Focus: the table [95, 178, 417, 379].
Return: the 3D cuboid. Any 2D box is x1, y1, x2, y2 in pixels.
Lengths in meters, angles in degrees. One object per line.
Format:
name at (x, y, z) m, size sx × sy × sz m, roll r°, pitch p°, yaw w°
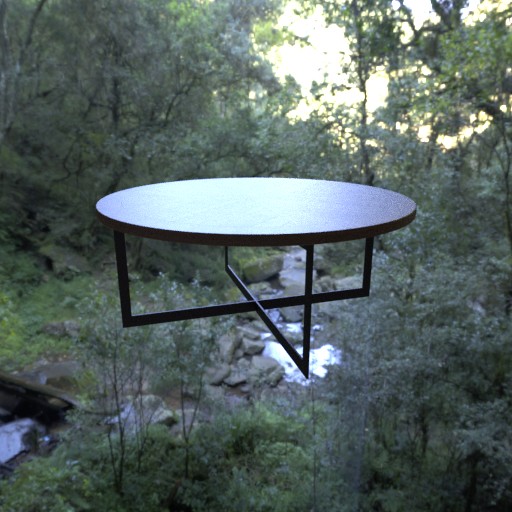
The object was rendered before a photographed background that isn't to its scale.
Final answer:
table at (0.000, 0.000, 1.919) m, size 1.264 × 0.516 × 1.264 m, roll 0°, pitch 17°, yaw 0°
